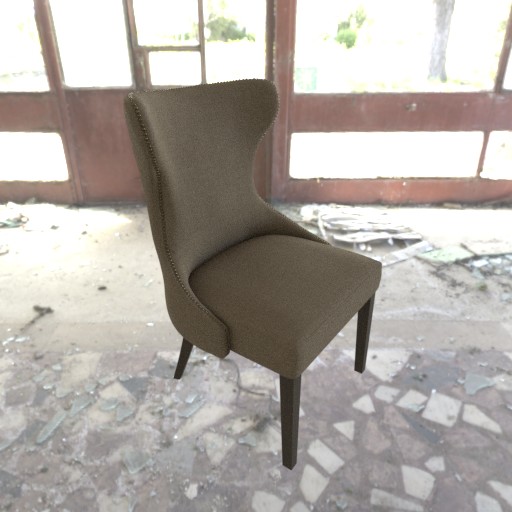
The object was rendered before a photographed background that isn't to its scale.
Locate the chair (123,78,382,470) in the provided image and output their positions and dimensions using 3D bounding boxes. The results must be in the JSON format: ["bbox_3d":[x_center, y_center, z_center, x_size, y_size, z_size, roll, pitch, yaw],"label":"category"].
[{"bbox_3d":[0.000,0.000,1.370,0.635,0.967,0.628,18,33,31],"label":"chair"}]
